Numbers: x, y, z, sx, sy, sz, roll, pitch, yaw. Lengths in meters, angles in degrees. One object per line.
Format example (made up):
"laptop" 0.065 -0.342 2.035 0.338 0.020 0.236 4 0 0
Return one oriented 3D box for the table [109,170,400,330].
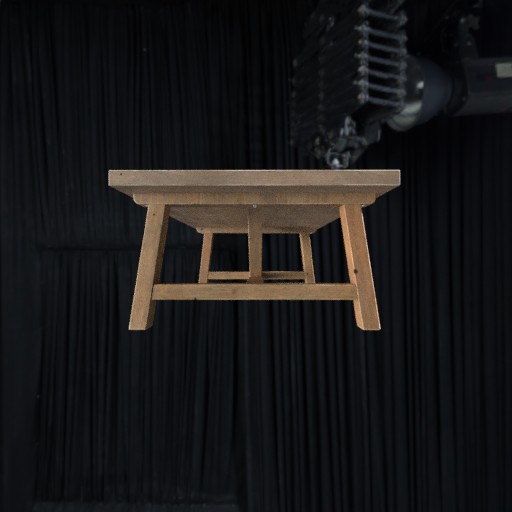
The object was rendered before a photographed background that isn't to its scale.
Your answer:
"table" 0.000 0.000 2.144 0.820 0.465 1.800 0 -1 0
